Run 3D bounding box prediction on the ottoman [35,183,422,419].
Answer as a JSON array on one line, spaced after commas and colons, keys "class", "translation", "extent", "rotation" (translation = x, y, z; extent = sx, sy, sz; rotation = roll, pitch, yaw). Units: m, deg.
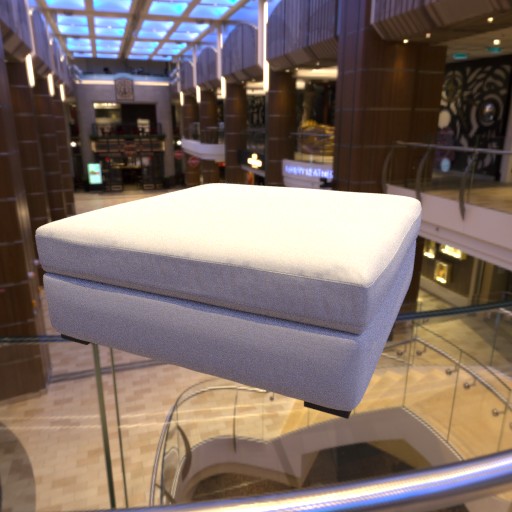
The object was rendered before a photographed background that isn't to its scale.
[{"class": "ottoman", "translation": [0.000, 0.000, 1.797], "extent": [1.163, 0.482, 1.167], "rotation": [8, 19, 24]}]
